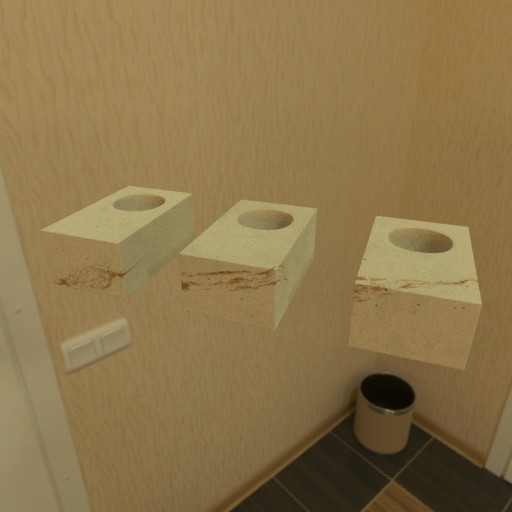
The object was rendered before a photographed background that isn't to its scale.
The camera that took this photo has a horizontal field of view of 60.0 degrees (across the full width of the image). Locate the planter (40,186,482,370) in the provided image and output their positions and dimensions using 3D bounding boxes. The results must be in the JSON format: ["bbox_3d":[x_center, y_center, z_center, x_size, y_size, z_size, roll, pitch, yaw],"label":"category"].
[{"bbox_3d":[0.000,0.000,0.380,0.333,0.051,0.127,9,28,18],"label":"planter"}]
